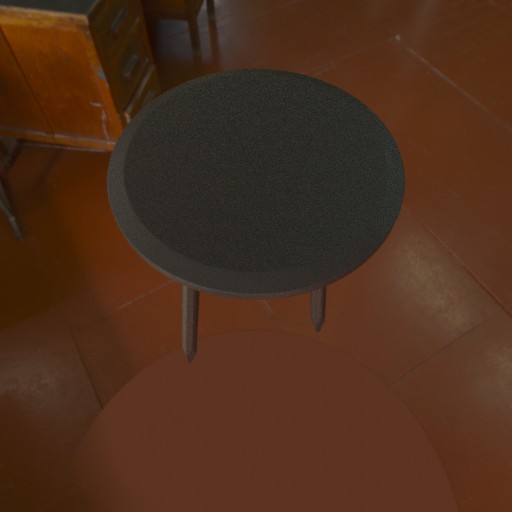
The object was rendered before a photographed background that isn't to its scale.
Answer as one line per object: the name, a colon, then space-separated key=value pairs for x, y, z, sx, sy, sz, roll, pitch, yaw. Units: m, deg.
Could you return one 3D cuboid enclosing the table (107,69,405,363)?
table: x=0.000 y=0.000 z=0.931 sx=0.457 sy=0.585 sz=0.457 roll=0 pitch=59 yaw=0
